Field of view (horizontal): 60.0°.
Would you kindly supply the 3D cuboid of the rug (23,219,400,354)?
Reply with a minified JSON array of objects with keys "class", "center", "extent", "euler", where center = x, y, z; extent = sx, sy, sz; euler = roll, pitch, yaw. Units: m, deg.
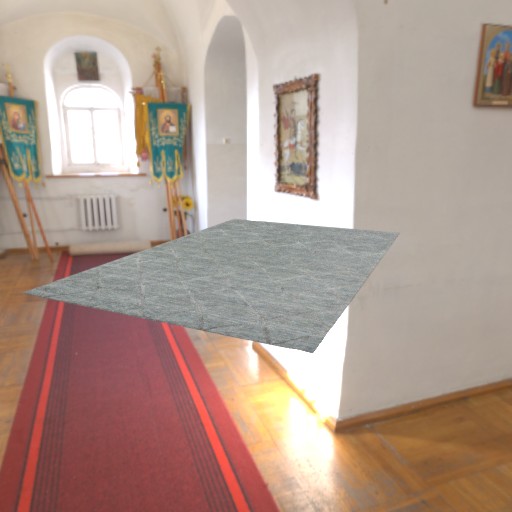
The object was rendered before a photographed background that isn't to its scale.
[{"class":"rug","center":[0.000,0.000,2.917],"extent":[1.521,0.006,2.283],"euler":[7,17,24]}]
